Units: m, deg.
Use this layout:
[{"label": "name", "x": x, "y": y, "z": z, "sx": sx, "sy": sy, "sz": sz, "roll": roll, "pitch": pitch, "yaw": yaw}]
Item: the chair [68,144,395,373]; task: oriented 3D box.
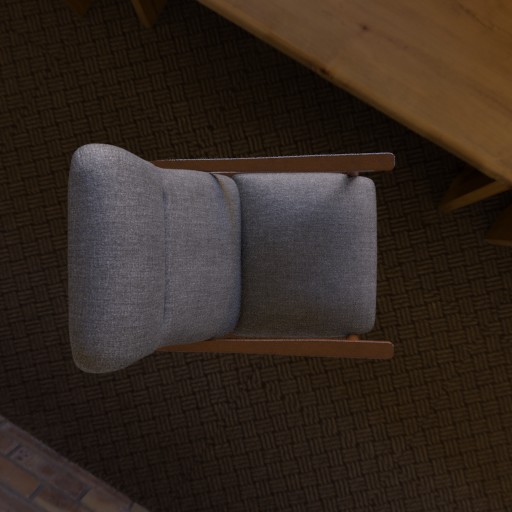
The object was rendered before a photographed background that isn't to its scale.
[{"label": "chair", "x": 0.000, "y": 0.000, "z": 1.738, "sx": 1.030, "sy": 1.082, "sz": 0.762, "roll": 0, "pitch": 91, "yaw": 2}]
